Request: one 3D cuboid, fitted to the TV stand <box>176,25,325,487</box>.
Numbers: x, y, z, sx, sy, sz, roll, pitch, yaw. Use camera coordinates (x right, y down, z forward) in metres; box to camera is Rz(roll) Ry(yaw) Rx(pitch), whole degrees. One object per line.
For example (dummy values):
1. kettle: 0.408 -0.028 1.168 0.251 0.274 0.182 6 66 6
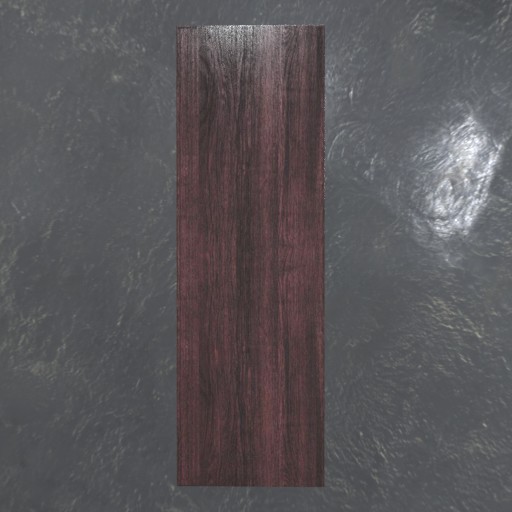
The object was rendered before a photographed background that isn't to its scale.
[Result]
1. TV stand: 0.000 0.000 1.451 0.404 0.614 1.192 0 90 1
